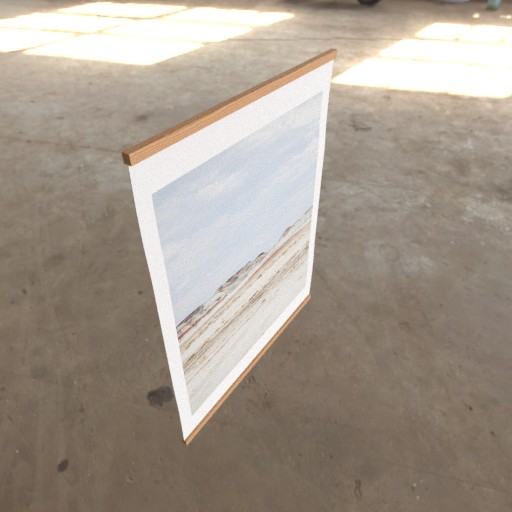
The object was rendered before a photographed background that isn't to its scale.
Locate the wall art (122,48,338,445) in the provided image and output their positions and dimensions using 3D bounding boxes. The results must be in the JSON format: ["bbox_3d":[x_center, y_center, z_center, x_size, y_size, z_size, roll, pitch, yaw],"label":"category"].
[{"bbox_3d":[0.000,0.000,0.678,0.010,0.507,0.404,24,45,26],"label":"wall art"}]
